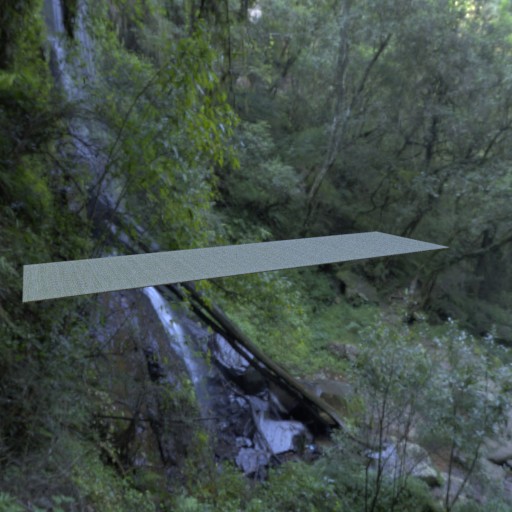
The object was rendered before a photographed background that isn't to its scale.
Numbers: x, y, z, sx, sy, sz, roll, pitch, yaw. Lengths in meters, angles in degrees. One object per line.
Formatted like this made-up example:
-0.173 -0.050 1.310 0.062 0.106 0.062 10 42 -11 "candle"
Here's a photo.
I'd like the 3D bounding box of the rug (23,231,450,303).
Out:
0.000 0.000 2.607 2.437 0.006 0.686 -6 14 -26 "rug"
